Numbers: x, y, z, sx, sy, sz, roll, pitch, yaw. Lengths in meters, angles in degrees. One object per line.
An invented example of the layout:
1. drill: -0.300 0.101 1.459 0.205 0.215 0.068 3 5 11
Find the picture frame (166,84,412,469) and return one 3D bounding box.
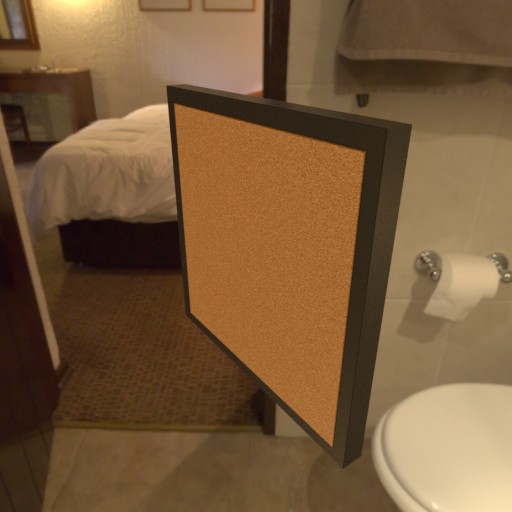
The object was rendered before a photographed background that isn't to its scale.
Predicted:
1. picture frame: 0.000 0.000 0.527 0.029 0.353 0.355 -18 32 -32
